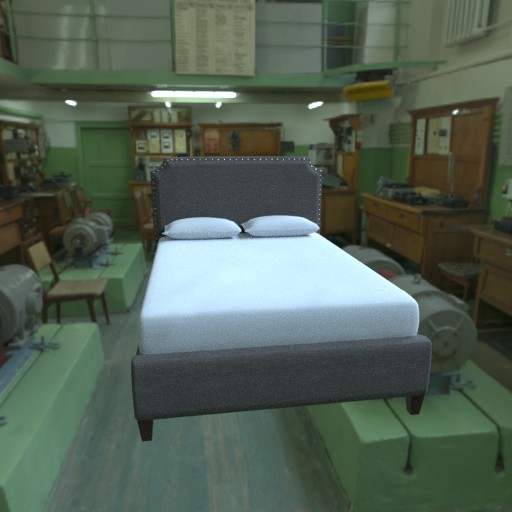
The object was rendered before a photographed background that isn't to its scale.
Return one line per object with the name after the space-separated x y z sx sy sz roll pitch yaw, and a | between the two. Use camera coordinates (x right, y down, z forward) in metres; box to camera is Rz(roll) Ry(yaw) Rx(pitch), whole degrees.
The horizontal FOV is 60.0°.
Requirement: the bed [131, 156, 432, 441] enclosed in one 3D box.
0.000 0.000 3.473 1.713 1.457 2.381 -2 14 -9 | bed
